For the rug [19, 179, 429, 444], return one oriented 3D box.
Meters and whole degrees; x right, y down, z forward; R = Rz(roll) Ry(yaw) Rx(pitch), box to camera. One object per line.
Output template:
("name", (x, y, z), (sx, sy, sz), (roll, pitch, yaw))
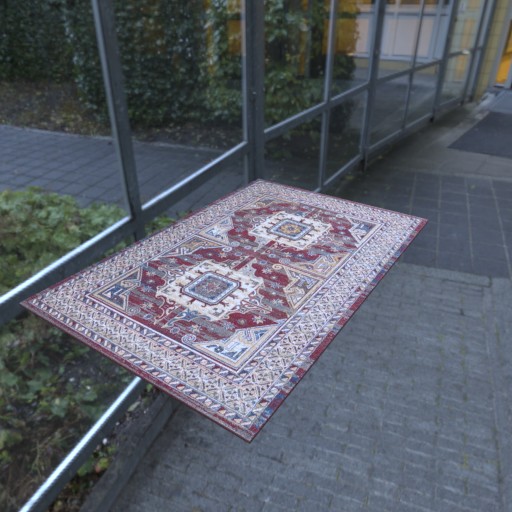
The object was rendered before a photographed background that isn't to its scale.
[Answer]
("rug", (0.000, 0.000, 5.646), (3.033, 0.033, 4.578), (19, 35, 29))
